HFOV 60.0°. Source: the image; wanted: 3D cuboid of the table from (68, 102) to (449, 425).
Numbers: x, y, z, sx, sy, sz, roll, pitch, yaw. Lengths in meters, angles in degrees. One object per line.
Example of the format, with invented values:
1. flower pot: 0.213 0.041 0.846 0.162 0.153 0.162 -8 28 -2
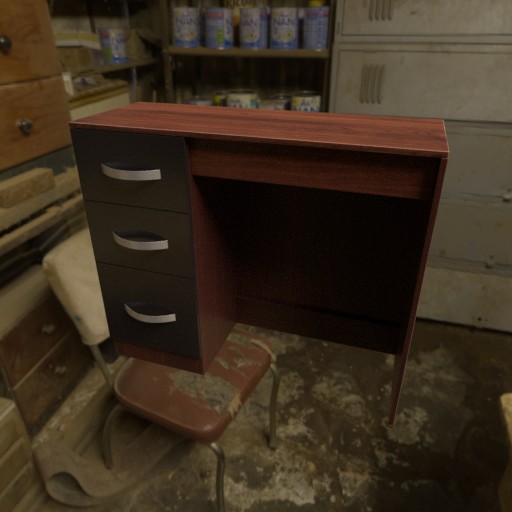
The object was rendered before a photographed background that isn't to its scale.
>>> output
1. table: 0.000 0.000 1.340 0.930 0.790 0.380 9 29 16
